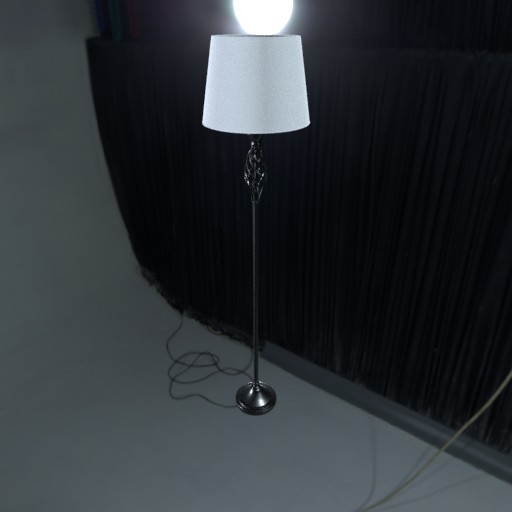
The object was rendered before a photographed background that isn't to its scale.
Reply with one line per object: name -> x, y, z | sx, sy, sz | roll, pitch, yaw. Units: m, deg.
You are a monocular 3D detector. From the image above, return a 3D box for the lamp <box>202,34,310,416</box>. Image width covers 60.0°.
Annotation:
lamp -> 0.000, 0.000, 1.823 | 0.379, 1.623, 0.379 | 0, 28, 0
